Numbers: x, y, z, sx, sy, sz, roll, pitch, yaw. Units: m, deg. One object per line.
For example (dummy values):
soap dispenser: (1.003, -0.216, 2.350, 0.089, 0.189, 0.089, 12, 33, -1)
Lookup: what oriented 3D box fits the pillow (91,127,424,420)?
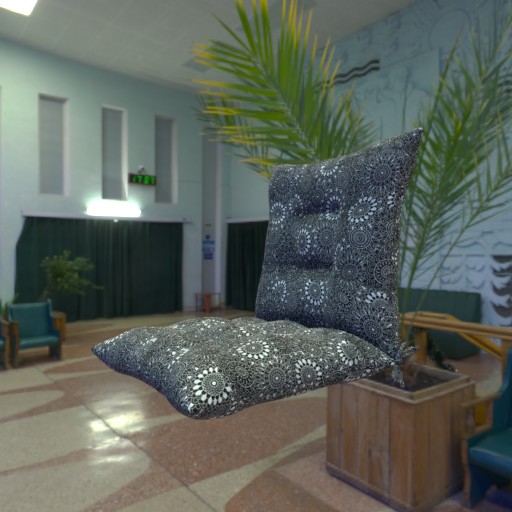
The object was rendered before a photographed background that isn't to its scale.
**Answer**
pillow: (0.000, 0.000, 0.981, 0.585, 0.536, 0.541, 0, 1, -35)
